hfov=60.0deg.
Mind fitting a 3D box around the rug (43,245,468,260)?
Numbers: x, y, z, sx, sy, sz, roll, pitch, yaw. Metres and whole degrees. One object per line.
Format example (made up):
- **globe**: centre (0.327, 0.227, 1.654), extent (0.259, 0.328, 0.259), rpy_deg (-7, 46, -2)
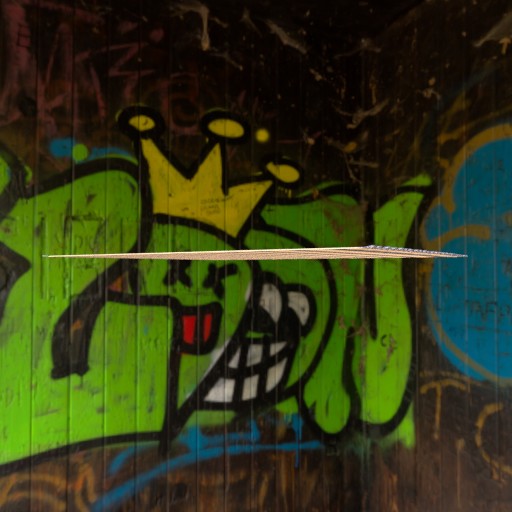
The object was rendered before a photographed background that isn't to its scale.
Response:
- **rug**: centre (0.000, 0.000, 4.336), extent (3.416, 0.016, 2.471), rpy_deg (-1, -2, 36)
